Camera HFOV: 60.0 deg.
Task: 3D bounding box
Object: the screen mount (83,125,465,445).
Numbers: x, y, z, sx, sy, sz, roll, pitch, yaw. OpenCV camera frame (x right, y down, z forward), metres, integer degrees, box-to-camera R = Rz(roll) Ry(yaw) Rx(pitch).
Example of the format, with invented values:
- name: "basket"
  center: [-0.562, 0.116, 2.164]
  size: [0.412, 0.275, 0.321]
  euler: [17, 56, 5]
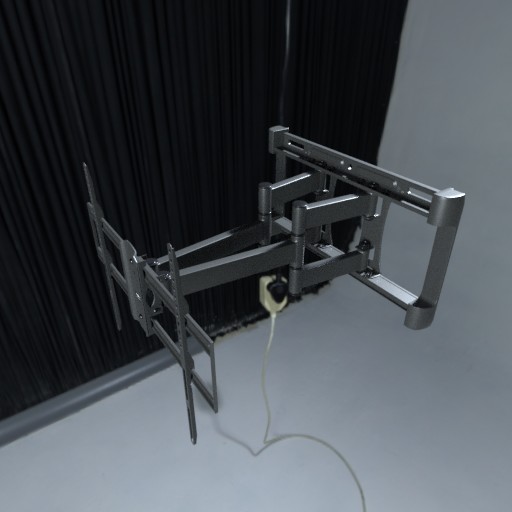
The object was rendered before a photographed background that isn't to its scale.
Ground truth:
- name: "screen mount"
  center: [0.000, 0.000, 1.127]
  size: [0.644, 0.491, 0.661]
  euler: [-20, 37, -29]
